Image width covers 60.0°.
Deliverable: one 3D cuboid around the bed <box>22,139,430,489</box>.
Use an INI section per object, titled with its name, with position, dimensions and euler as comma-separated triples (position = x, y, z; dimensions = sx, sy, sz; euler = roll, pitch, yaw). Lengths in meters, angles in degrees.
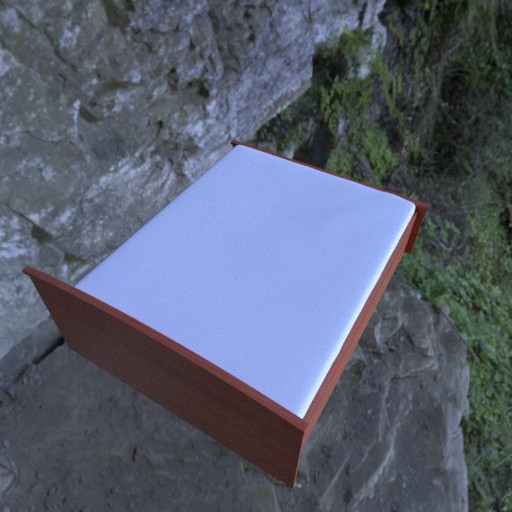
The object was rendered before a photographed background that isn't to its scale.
[bed]
position = 0.000, 0.000, 2.931
dimensions = 1.683, 0.848, 2.053
euler = 23, 51, 21
